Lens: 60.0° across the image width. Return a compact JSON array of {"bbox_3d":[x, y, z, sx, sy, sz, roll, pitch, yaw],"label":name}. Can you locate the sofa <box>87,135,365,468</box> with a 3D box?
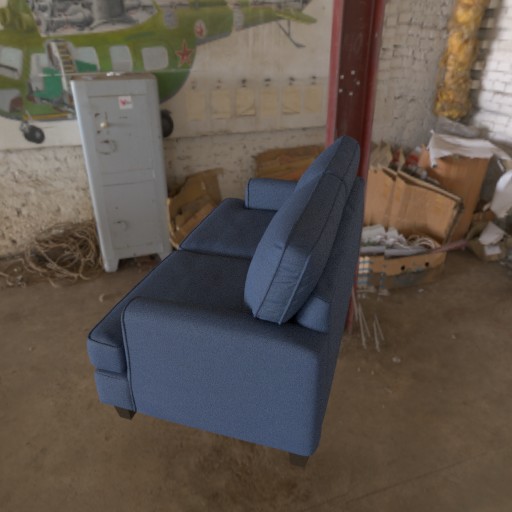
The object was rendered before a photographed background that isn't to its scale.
[{"bbox_3d":[0.000,0.000,2.273,0.965,0.965,1.651,8,29,15],"label":"sofa"}]
